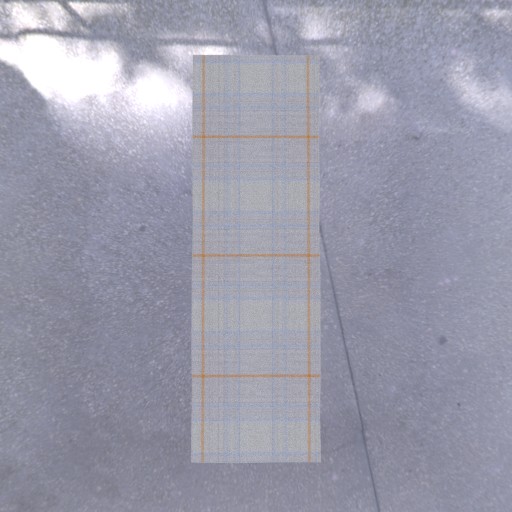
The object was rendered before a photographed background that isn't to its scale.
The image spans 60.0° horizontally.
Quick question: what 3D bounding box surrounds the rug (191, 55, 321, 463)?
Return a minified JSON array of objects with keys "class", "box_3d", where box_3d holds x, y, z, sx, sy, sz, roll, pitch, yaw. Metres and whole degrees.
[{"class":"rug","box_3d":[0.000,0.000,2.656,0.770,0.016,2.442,0,88,0]}]
